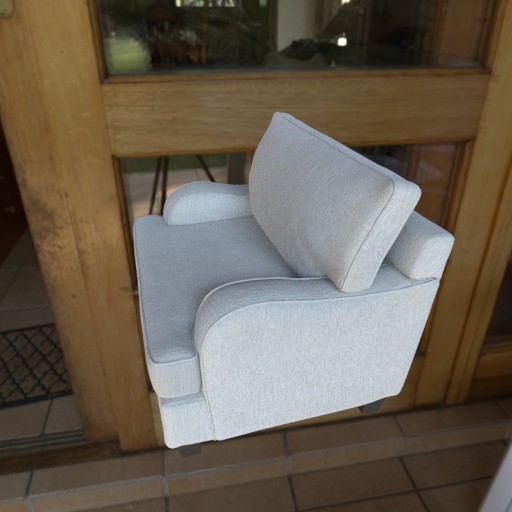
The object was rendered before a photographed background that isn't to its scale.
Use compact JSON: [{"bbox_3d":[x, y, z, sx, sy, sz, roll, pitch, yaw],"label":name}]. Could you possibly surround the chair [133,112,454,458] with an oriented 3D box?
[{"bbox_3d":[0.000,0.000,1.973,1.041,1.016,1.220,-8,29,-14],"label":"chair"}]
